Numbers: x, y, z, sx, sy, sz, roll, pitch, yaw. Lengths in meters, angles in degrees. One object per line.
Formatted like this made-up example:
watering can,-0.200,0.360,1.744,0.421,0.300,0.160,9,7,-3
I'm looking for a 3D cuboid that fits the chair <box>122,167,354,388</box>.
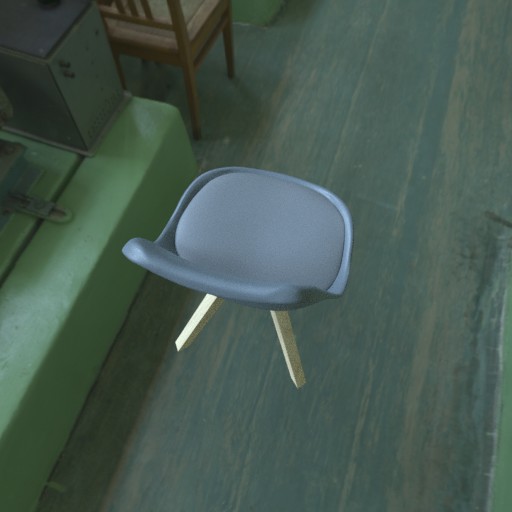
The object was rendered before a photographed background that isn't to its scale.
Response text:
chair,0.000,0.000,1.175,0.485,0.850,0.550,15,65,7
